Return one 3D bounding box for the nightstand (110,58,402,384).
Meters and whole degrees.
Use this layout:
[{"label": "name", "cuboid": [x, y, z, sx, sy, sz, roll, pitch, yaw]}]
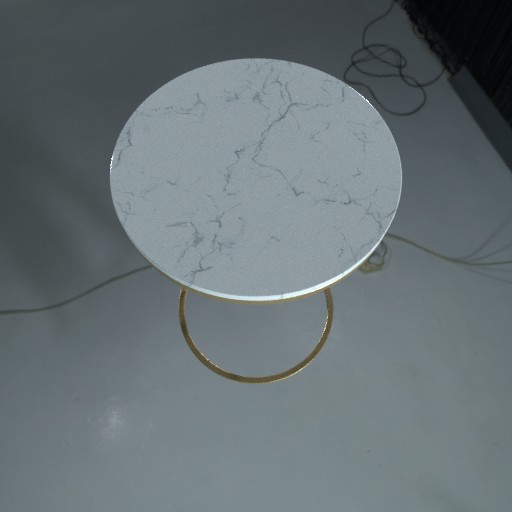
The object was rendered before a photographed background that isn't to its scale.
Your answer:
[{"label": "nightstand", "cuboid": [0.000, 0.000, 0.888, 0.400, 0.610, 0.400, -19, 66, -9]}]
